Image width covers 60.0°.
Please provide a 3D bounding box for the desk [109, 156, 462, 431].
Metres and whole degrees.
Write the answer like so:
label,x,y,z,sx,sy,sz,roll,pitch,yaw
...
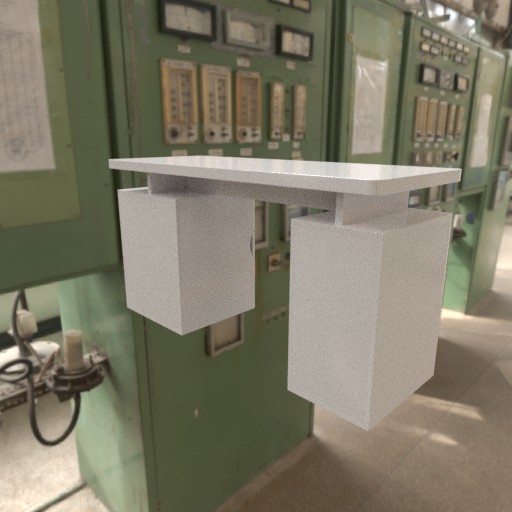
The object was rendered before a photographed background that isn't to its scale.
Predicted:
label,x,y,z,sx,sy,sz,roll,pitch,yaw
desk,0.000,0.000,1.857,1.400,0.762,0.550,15,21,43
